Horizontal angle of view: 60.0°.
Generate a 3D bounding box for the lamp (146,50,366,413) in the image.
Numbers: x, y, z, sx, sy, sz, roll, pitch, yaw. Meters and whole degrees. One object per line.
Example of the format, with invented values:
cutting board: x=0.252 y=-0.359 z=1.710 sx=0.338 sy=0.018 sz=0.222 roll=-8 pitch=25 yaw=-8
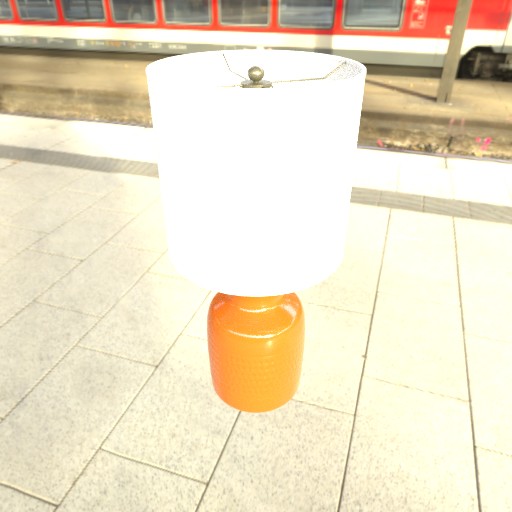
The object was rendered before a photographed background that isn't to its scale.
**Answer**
lamp: x=0.000 y=0.000 z=1.089 sx=0.418 sy=0.871 sz=0.418 roll=9 pitch=34 yaw=14
